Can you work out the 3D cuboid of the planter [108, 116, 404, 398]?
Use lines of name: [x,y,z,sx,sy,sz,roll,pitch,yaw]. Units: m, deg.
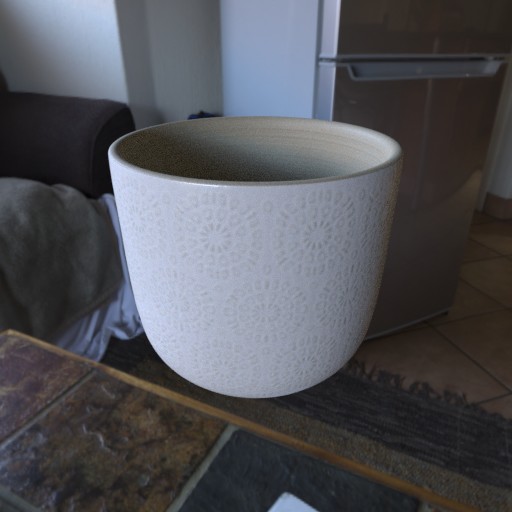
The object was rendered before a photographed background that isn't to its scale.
planter: [0.000,0.000,0.367,0.208,0.190,0.208,0,27,0]
